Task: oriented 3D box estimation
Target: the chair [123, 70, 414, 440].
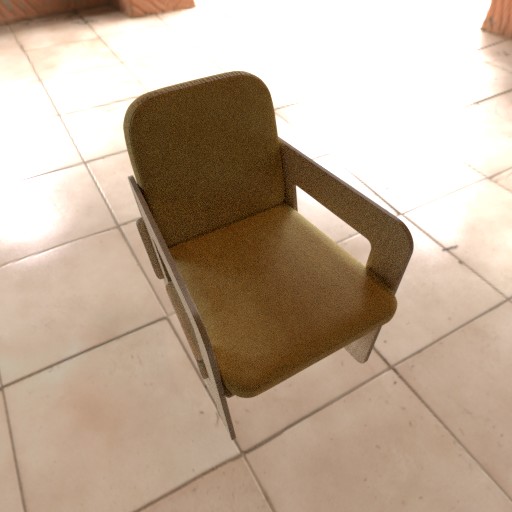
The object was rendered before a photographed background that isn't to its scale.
[{"bbox_3d":[0.000,0.000,1.292,0.590,0.800,0.710,-23,50,-21],"label":"chair"}]
